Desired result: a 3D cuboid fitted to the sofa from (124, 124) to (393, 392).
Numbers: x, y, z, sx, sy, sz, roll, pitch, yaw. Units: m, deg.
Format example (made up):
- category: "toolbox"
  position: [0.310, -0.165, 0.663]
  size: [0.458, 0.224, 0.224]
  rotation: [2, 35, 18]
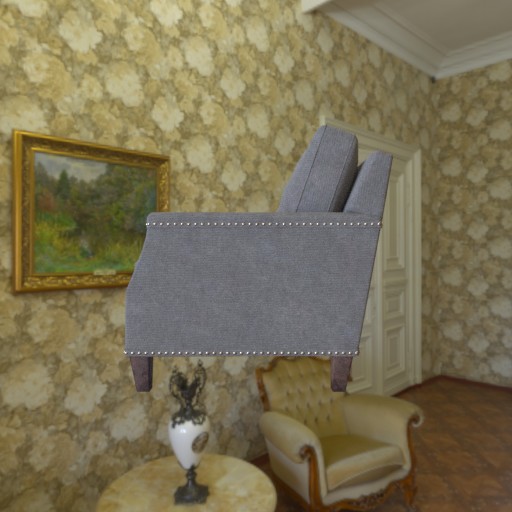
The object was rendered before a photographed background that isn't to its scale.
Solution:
- category: "sofa"
  position: [0.000, 0.000, 2.744]
  size: [1.034, 1.042, 2.226]
  rotation: [0, 0, 0]
